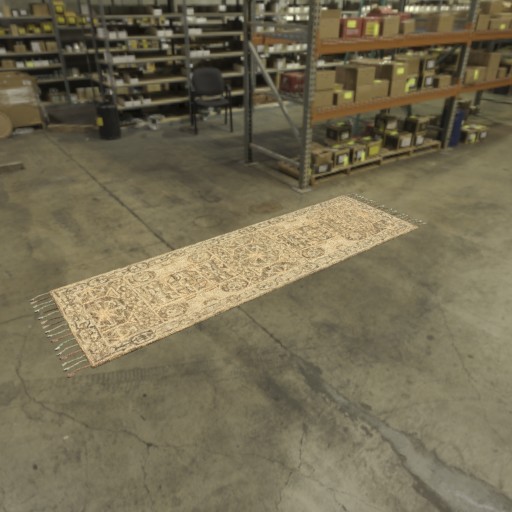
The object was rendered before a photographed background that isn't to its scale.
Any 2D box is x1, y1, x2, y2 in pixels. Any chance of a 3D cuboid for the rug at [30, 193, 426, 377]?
[{"bbox_3d":[0.000,0.000,2.935,2.664,0.011,0.762,-20,36,-31],"label":"rug"}]
